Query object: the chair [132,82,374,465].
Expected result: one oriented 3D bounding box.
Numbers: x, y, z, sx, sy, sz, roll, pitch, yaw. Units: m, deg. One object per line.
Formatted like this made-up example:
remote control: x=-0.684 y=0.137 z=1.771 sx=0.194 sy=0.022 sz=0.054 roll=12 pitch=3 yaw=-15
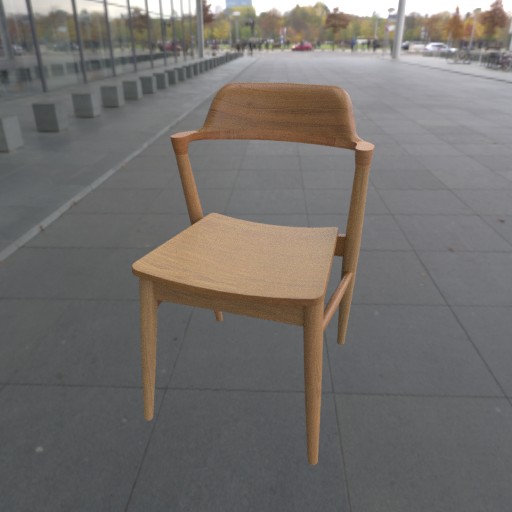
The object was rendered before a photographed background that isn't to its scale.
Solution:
chair: x=0.000 y=0.000 z=1.133 sx=0.512 sy=0.792 sz=0.499 roll=8 pitch=27 yaw=16
